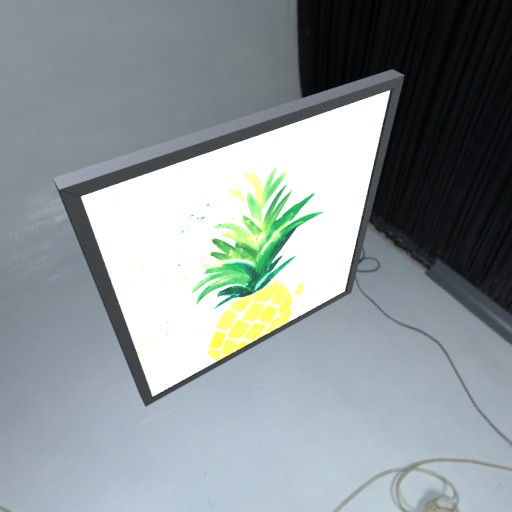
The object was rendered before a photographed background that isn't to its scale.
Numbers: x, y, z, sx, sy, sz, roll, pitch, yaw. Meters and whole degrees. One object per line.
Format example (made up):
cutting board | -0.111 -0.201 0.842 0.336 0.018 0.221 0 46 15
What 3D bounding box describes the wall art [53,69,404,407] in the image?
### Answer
wall art | 0.000 0.000 1.125 0.762 0.760 0.037 -25 51 -22
